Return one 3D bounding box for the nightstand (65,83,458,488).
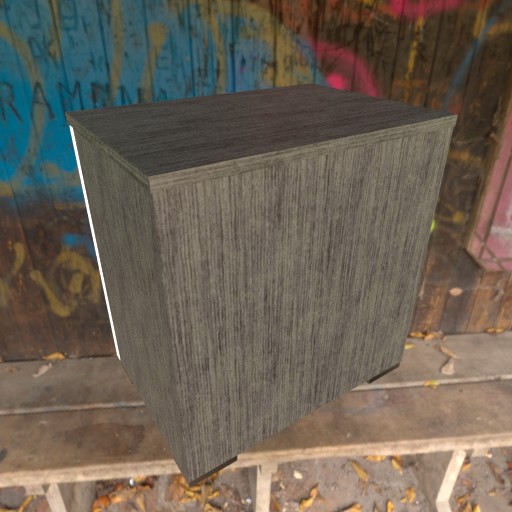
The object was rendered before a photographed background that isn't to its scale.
[{"bbox_3d":[0.000,0.000,0.729,0.441,0.460,0.325,-18,35,-28],"label":"nightstand"}]
